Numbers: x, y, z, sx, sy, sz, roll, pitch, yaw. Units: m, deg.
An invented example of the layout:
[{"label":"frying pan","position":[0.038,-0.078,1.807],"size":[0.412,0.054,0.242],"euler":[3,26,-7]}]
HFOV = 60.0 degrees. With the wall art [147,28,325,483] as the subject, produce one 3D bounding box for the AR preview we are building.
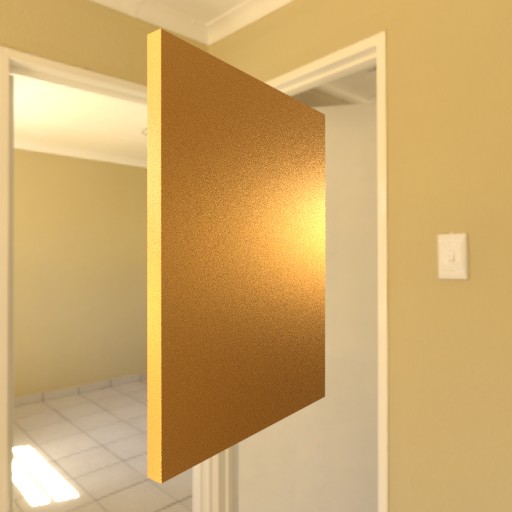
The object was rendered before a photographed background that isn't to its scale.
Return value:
[{"label":"wall art","position":[0.000,0.000,1.044],"size":[0.038,0.812,0.610],"euler":[0,0,37]}]
